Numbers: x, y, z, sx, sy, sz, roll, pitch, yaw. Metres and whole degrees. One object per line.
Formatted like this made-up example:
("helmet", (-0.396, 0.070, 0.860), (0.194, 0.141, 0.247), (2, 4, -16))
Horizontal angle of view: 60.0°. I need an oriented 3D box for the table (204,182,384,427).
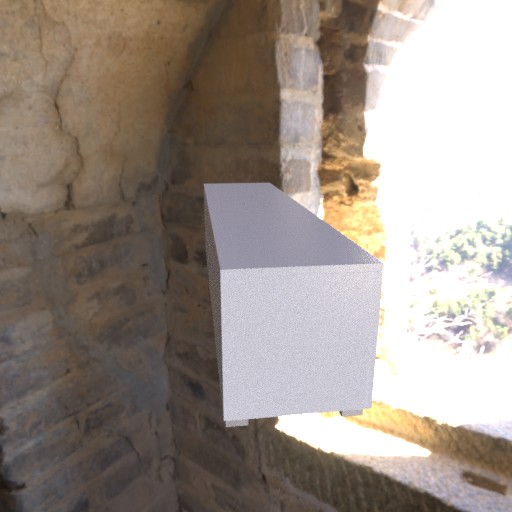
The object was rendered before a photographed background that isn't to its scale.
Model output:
("table", (0.000, 0.000, 1.872), (0.390, 0.420, 1.650), (-2, 16, -7))
